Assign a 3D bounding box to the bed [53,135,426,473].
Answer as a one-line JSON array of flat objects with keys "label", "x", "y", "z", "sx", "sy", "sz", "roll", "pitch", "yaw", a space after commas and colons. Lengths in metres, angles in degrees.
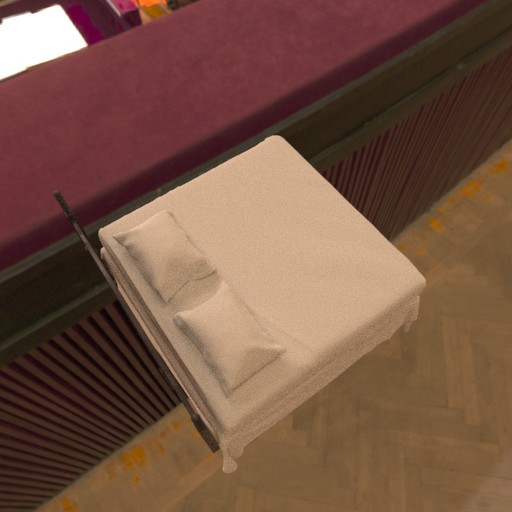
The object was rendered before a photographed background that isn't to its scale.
[{"label": "bed", "x": 0.000, "y": 0.000, "z": 3.642, "sx": 2.219, "sy": 1.355, "sz": 2.322, "roll": -32, "pitch": 65, "yaw": -17}]
